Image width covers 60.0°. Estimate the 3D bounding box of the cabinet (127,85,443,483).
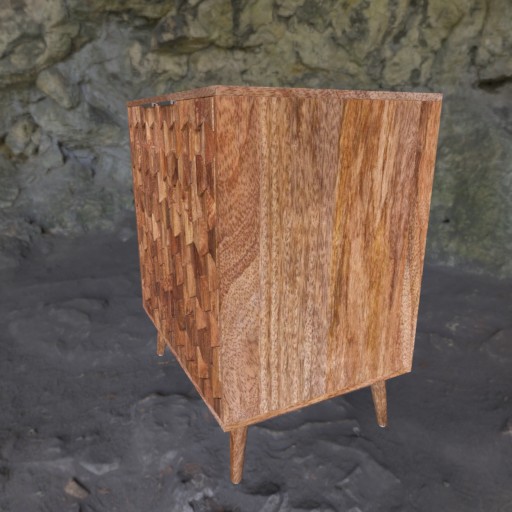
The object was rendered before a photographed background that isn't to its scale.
[{"bbox_3d":[0.000,0.000,1.129,0.473,0.758,0.647,-8,19,-26],"label":"cabinet"}]
